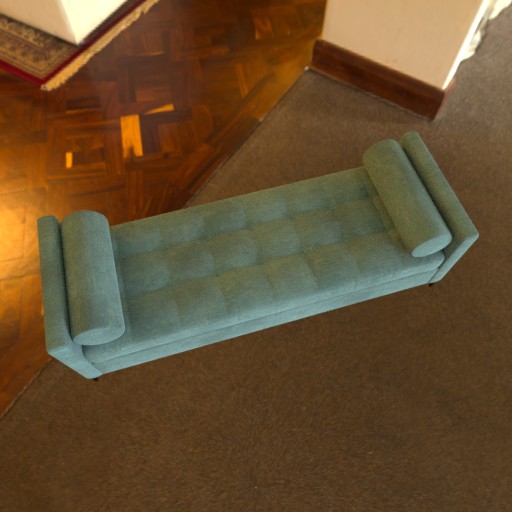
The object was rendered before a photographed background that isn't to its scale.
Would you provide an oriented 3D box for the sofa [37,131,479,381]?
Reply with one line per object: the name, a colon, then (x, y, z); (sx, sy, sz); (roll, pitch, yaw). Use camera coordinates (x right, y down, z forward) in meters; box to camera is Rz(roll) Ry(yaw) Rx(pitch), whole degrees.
sofa: (0.000, 0.000, 2.345); (1.981, 0.635, 0.686); (-14, 63, -7)
